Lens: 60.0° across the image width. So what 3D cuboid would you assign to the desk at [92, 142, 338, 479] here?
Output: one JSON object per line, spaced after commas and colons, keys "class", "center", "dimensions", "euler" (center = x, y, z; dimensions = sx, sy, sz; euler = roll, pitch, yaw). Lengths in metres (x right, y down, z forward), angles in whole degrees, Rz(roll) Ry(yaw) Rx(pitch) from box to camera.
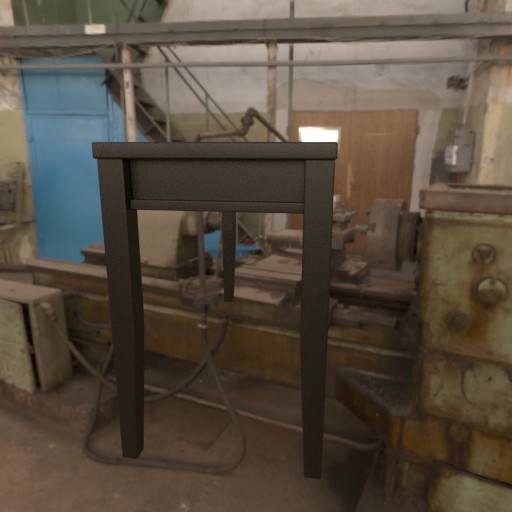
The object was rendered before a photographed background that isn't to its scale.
{"class": "desk", "center": [0.000, 0.000, 1.566], "dimensions": [0.508, 0.775, 1.220], "euler": [2, 14, 9]}
